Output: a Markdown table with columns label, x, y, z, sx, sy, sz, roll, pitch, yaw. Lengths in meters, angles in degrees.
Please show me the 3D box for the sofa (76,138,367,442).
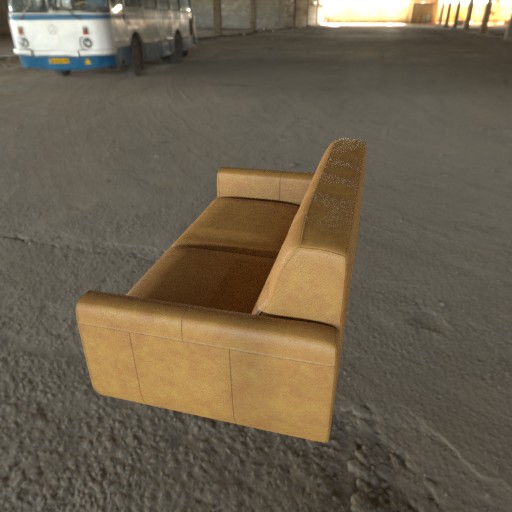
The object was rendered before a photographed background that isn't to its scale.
| label | x | y | z | sx | sy | sz | roll | pitch | yaw |
| --- | --- | --- | --- | --- | --- | --- | --- | --- | --- |
| sofa | 0.000 | 0.000 | 2.226 | 0.952 | 0.925 | 1.651 | 7 | 30 | 13 |
